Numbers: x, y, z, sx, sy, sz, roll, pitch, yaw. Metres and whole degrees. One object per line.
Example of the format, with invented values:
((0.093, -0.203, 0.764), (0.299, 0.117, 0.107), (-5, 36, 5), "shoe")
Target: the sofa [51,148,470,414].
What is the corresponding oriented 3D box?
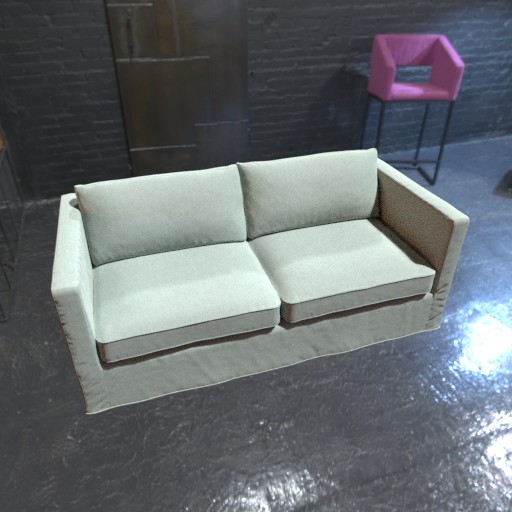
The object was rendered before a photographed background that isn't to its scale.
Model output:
((0.000, 0.000, 2.467), (1.987, 0.870, 0.940), (-10, 34, -15), "sofa")
